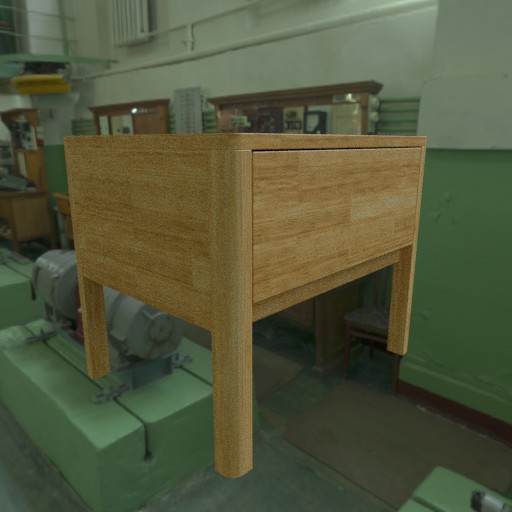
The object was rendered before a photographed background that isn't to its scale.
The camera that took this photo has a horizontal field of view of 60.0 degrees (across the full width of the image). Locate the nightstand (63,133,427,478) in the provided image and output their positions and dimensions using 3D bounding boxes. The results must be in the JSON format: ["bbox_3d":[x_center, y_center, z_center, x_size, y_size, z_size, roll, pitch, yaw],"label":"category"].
[{"bbox_3d":[0.000,0.000,0.902,0.440,0.470,0.560,13,20,42],"label":"nightstand"}]
